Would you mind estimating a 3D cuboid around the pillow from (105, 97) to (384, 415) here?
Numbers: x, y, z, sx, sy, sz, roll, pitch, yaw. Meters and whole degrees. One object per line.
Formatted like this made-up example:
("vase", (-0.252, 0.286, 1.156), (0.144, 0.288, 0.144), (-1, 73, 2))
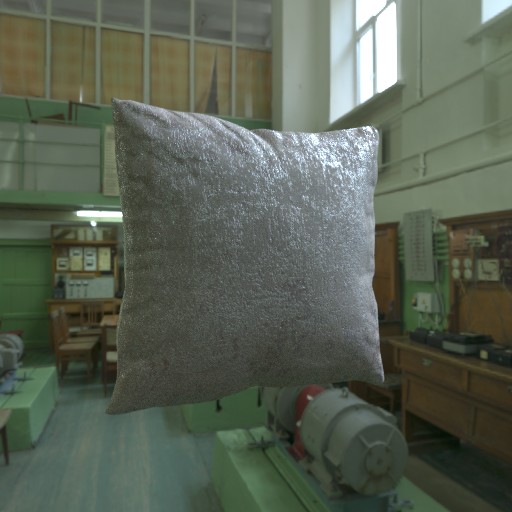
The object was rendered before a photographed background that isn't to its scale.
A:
("pillow", (0.000, 0.000, 0.703), (0.450, 0.448, 0.245), (0, -1, -18))
